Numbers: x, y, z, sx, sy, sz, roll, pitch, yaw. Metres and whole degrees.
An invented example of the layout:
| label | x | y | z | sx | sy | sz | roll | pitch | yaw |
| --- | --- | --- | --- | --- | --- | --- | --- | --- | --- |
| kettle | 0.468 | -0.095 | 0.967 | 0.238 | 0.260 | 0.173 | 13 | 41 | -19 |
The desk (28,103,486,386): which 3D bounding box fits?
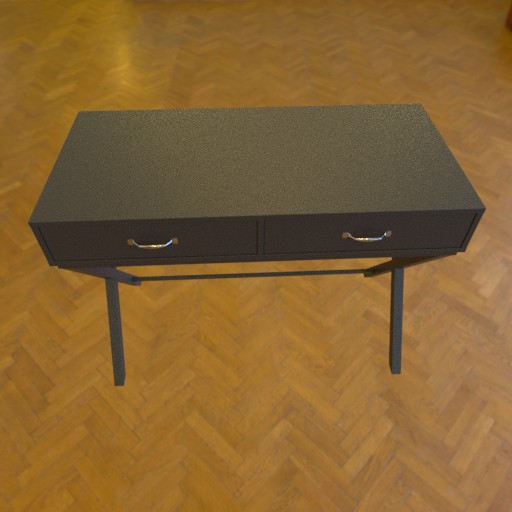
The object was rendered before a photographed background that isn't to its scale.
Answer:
| label | x | y | z | sx | sy | sz | roll | pitch | yaw |
| --- | --- | --- | --- | --- | --- | --- | --- | --- | --- |
| desk | 0.000 | 0.000 | 1.469 | 1.057 | 0.780 | 0.525 | -2 | 47 | -2 |
